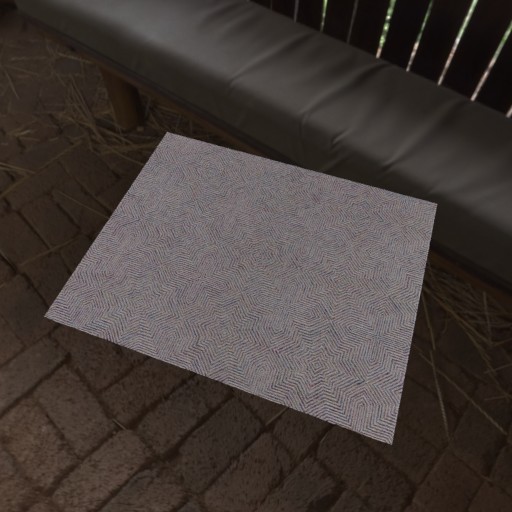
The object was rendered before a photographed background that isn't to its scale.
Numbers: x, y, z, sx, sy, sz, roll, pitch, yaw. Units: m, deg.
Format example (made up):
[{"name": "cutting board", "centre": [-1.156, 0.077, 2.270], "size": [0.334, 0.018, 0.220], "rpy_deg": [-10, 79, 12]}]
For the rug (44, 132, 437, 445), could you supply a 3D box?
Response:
[{"name": "rug", "centre": [0.000, 0.000, 4.191], "size": [3.046, 0.008, 2.442], "rpy_deg": [17, 60, 10]}]
